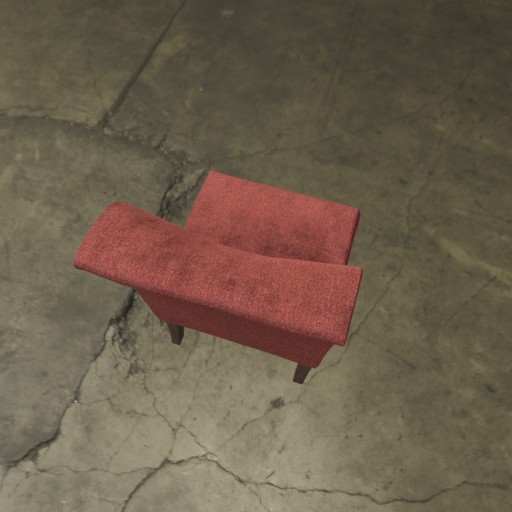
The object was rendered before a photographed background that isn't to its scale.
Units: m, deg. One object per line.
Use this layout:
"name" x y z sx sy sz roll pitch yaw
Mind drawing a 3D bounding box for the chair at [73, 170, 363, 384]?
"chair" 0.000 0.000 1.286 0.538 0.846 0.640 16 64 8
